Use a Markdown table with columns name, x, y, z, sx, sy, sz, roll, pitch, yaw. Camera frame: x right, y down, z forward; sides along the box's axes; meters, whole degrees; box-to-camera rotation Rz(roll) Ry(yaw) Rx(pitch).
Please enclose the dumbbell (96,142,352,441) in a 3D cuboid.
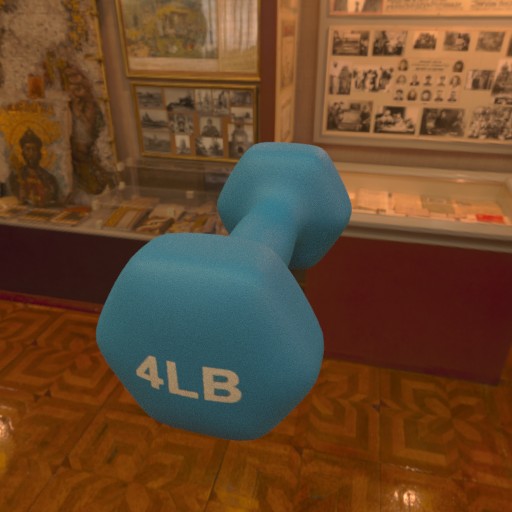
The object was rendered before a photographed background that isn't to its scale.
| name | x | y | z | sx | sy | sz | roll | pitch | yaw |
| --- | --- | --- | --- | --- | --- | --- | --- | --- | --- |
| dumbbell | 0.000 | 0.000 | 0.191 | 0.074 | 0.066 | 0.152 | 8 | 29 | 14 |
